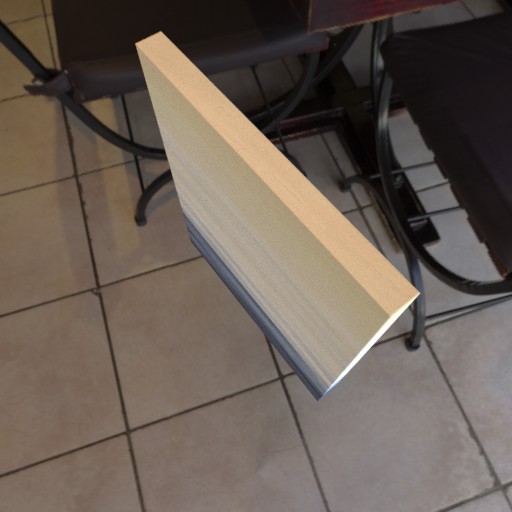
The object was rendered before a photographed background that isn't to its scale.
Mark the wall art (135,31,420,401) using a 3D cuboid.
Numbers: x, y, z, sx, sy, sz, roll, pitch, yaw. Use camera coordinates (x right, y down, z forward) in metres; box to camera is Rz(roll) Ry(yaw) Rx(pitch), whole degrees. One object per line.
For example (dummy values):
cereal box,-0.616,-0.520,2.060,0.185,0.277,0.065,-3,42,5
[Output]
wall art,0.000,0.000,0.695,0.037,0.511,0.435,-34,69,-15
